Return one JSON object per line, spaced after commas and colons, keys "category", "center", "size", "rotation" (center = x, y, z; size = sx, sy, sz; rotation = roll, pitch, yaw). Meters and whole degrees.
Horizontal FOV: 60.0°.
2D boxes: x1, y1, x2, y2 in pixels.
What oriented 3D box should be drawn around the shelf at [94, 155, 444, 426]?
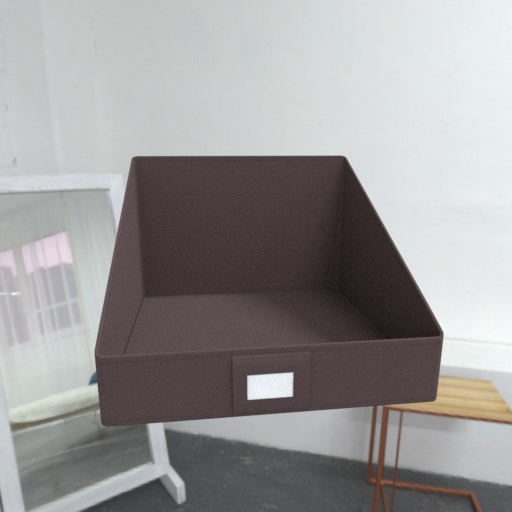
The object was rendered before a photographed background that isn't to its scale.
{"category": "shelf", "center": [0.000, 0.000, 0.489], "size": [0.292, 0.210, 0.292], "rotation": [-2, 14, -7]}
